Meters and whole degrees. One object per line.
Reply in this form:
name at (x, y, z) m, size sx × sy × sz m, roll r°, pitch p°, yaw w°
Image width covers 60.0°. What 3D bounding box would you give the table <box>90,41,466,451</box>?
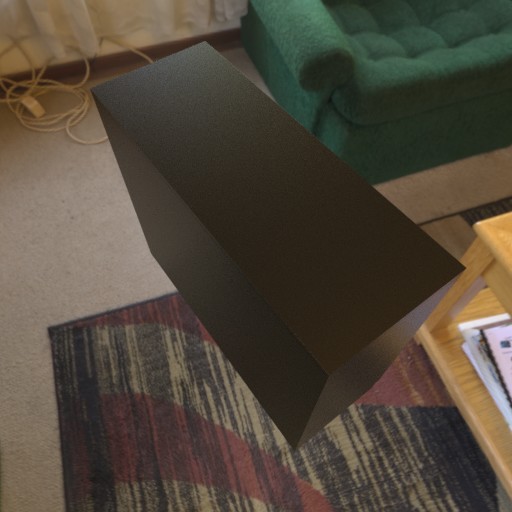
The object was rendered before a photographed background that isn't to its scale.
table at (0.000, 0.000, 1.338) m, size 0.380 × 0.790 × 0.930 m, roll -32°, pitch 63°, yaw -19°
